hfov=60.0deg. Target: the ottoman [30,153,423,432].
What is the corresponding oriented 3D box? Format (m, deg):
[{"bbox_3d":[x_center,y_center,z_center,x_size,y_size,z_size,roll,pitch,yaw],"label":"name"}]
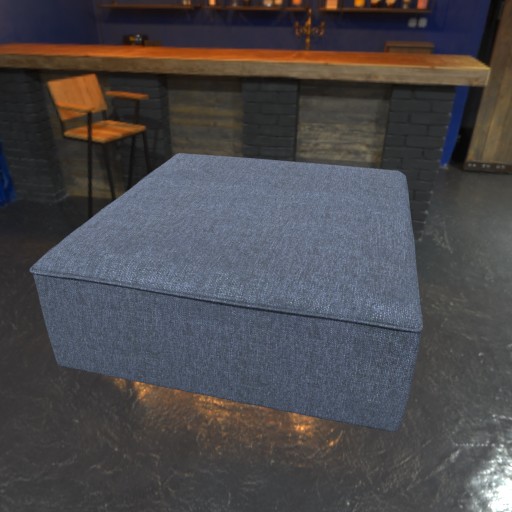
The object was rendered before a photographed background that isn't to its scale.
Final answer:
[{"bbox_3d":[0.000,0.000,1.562,1.023,0.423,1.017,8,31,13],"label":"ottoman"}]
